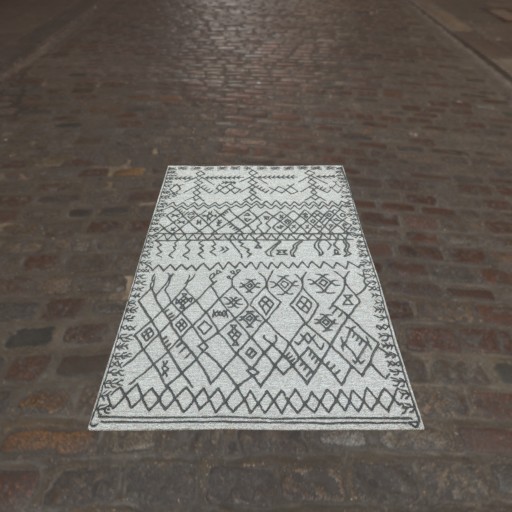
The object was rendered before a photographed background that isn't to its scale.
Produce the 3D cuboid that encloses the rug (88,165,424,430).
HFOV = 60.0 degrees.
[{"bbox_3d":[0.000,0.000,4.600,2.393,0.019,3.824,0,40,0],"label":"rug"}]
